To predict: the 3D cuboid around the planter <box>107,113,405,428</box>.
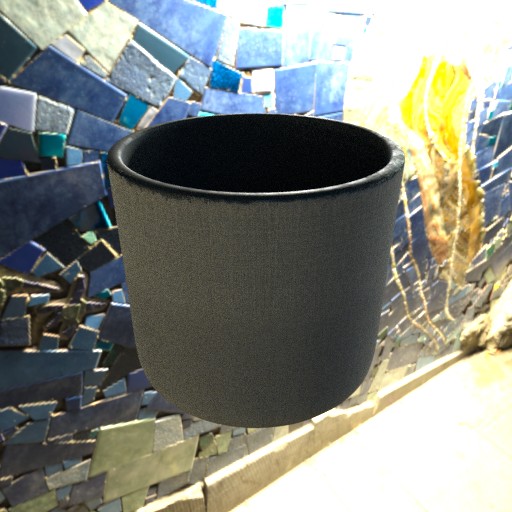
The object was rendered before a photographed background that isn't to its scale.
[{"bbox_3d":[0.000,0.000,0.391,0.226,0.201,0.226,0,30,0],"label":"planter"}]
